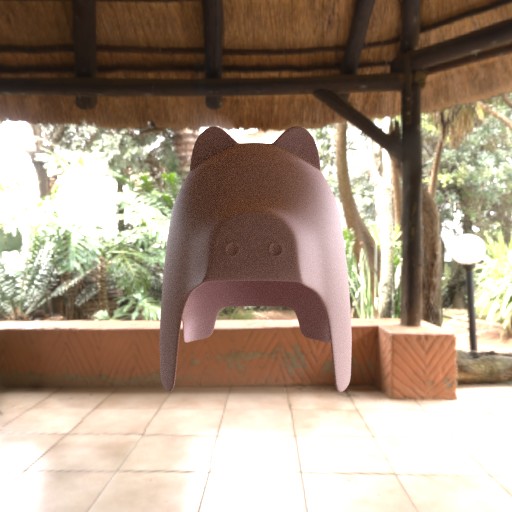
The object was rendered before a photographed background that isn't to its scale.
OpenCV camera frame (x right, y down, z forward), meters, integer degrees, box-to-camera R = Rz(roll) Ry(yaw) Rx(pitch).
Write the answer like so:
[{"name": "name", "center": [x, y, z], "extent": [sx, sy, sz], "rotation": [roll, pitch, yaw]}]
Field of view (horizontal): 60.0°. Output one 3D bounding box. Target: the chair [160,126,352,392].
[{"name": "chair", "center": [0.000, 0.000, 0.869], "extent": [0.364, 0.423, 0.619], "rotation": [0, 0, 1]}]
